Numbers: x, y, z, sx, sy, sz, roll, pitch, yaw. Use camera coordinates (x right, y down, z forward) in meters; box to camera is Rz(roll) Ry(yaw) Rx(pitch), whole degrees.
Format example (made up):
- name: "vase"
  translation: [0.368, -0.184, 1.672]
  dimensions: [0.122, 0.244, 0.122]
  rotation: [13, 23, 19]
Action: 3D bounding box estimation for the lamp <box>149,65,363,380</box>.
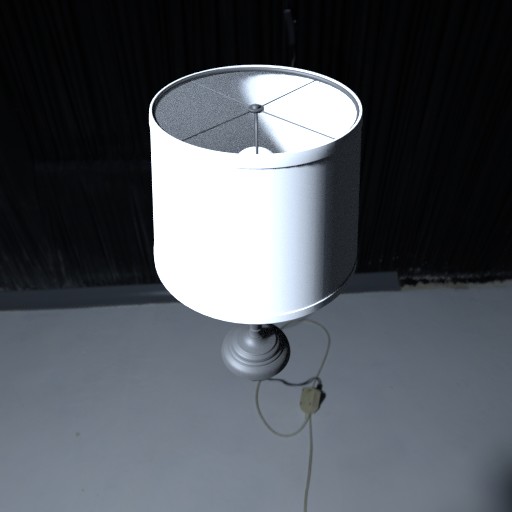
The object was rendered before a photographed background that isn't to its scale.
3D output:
- name: "lamp"
  translation: [0.000, 0.000, 0.702]
  dimensions: [0.310, 0.501, 0.310]
  rotation: [0, 42, 0]
